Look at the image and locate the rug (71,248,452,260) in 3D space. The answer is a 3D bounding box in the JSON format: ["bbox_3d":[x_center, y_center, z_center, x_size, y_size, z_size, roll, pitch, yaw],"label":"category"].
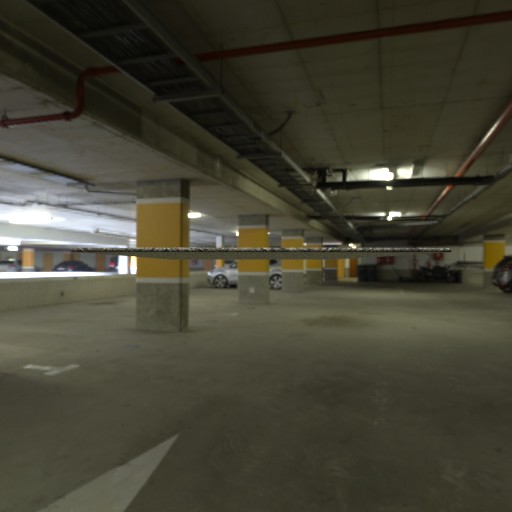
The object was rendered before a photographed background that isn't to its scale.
[{"bbox_3d":[0.000,0.000,2.888,1.501,0.017,2.298,0,-1,-1],"label":"rug"}]
